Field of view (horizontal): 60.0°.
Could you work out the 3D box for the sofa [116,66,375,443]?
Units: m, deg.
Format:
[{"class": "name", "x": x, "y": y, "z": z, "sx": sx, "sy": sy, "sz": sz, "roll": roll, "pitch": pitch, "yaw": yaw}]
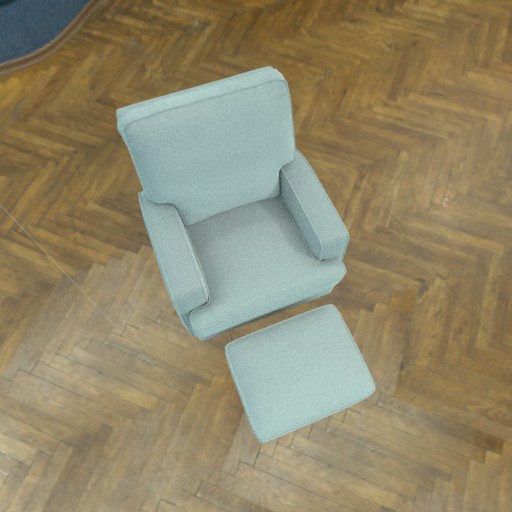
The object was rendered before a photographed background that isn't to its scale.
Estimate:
[{"class": "sofa", "x": 0.000, "y": 0.000, "z": 2.030, "sx": 0.861, "sy": 0.959, "sz": 1.472, "roll": -20, "pitch": 65, "yaw": -9}]
